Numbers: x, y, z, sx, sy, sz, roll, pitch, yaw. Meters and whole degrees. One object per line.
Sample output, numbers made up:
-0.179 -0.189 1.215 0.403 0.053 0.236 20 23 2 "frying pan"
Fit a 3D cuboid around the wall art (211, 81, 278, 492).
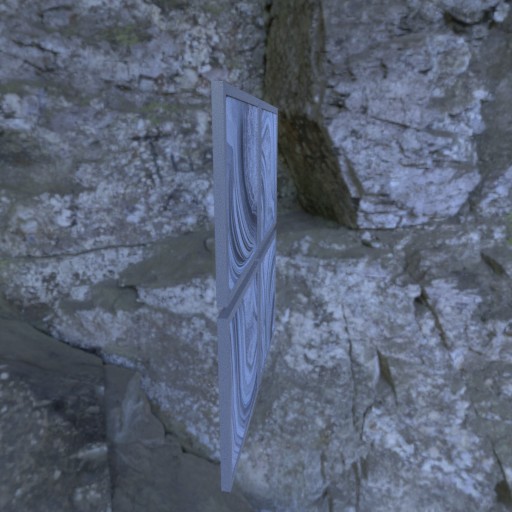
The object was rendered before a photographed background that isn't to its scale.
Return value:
0.000 0.000 1.675 0.029 1.118 1.118 2 16 9 "wall art"
